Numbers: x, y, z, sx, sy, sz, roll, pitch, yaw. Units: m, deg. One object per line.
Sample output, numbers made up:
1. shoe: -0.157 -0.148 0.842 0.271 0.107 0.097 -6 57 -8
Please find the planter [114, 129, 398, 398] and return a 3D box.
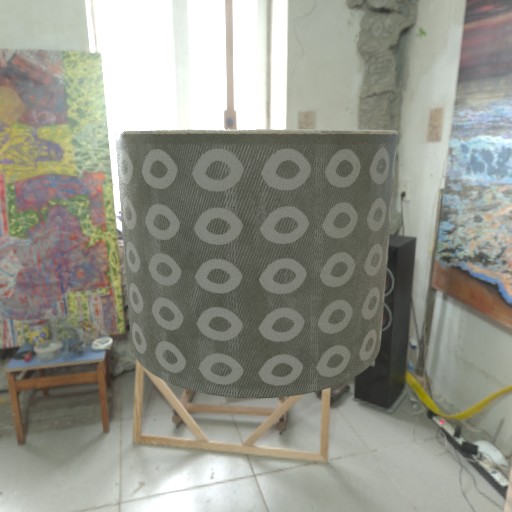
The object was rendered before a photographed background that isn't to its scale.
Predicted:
1. planter: 0.000 0.000 0.440 0.250 0.239 0.250 0 15 0
